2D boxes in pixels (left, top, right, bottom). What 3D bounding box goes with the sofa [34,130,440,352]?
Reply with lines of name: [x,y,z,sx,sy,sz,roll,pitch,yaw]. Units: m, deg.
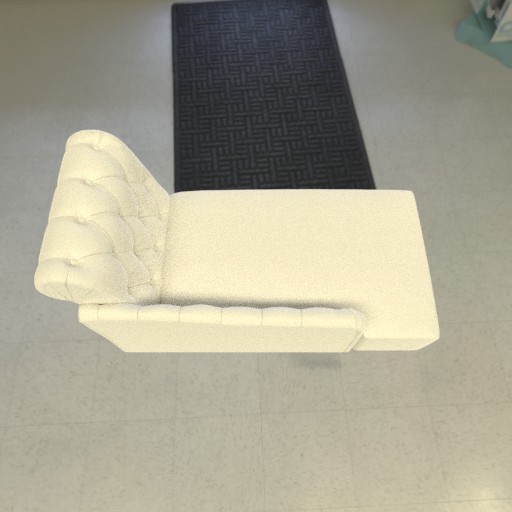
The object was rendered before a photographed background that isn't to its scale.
sofa: [0.000,0.000,1.769,1.379,0.787,0.675,0,64,0]
